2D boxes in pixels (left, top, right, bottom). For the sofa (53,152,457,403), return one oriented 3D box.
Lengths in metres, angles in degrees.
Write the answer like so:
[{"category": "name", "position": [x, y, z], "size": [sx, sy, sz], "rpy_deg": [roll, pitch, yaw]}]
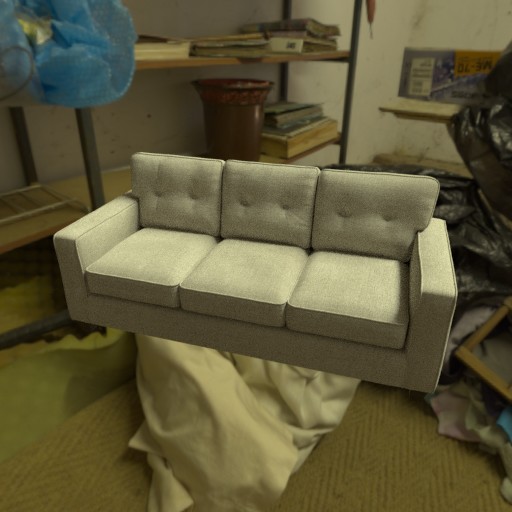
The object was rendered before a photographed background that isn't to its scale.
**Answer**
[{"category": "sofa", "position": [0.000, 0.000, 2.644], "size": [2.133, 0.965, 0.939], "rpy_deg": [8, 28, 15]}]
